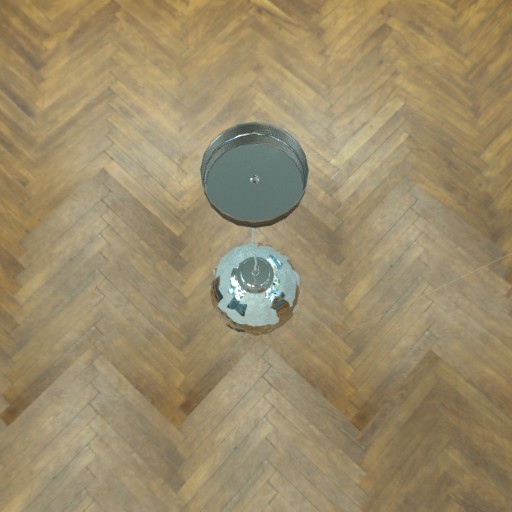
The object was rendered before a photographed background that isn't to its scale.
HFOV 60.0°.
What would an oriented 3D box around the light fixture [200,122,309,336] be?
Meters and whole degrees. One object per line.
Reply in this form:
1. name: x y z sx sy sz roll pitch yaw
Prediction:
1. light fixture: 0.000 0.000 1.756 0.500 1.511 0.496 0 75 0
